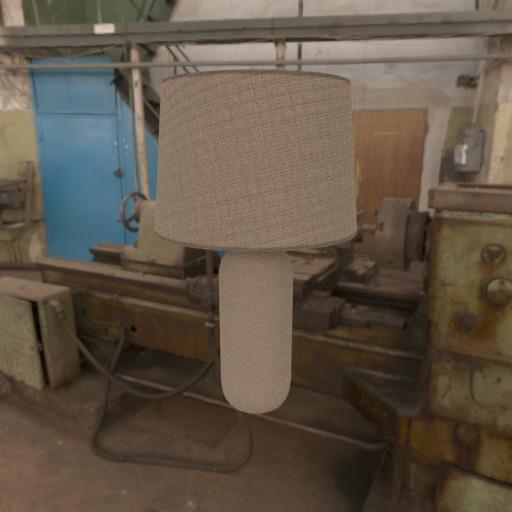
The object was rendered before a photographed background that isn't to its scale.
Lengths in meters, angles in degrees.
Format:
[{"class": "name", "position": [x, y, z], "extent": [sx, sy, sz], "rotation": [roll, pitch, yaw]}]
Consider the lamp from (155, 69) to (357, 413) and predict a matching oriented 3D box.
[{"class": "lamp", "position": [0.000, 0.000, 0.836], "extent": [0.367, 0.609, 0.367], "rotation": [0, 14, 0]}]
